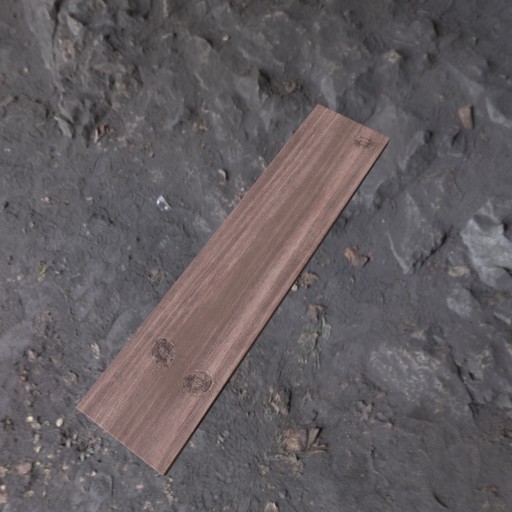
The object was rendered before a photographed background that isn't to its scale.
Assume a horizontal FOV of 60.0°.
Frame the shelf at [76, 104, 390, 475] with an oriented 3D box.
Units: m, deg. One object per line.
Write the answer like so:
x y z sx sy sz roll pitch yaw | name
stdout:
0.000 0.000 0.659 0.140 0.020 0.610 31 68 14 | shelf
